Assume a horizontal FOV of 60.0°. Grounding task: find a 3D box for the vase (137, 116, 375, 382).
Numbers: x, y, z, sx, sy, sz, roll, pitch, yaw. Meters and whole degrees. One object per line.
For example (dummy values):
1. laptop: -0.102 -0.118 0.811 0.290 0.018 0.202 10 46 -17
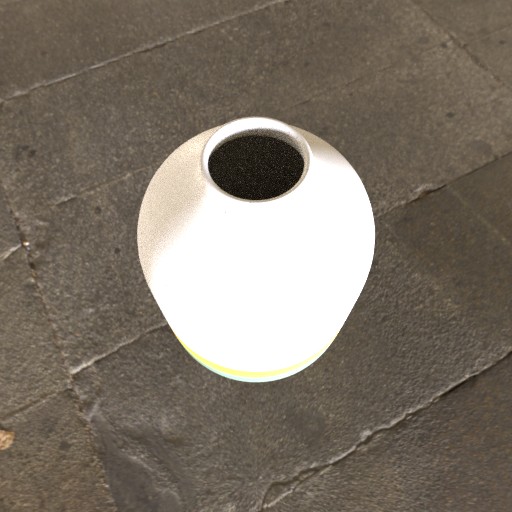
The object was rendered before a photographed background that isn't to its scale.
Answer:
1. vase: 0.000 0.000 0.354 0.169 0.240 0.169 0 63 0
